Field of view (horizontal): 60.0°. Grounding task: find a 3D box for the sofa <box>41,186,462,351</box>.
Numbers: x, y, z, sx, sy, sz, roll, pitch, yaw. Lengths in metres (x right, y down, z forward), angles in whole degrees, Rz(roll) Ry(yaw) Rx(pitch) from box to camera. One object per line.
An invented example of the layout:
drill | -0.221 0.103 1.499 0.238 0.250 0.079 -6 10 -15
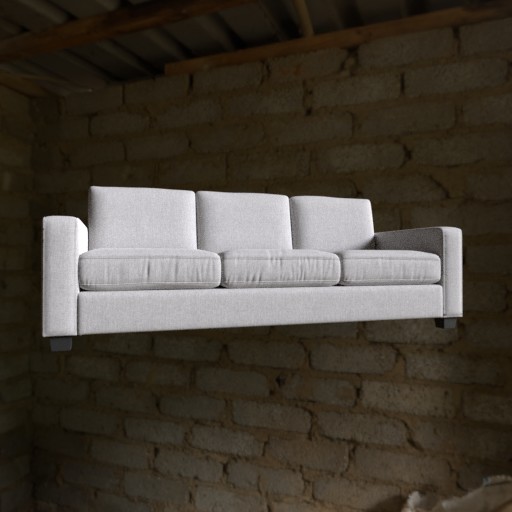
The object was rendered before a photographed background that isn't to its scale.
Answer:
sofa | 0.000 0.000 2.534 2.120 0.800 0.900 0 -1 -18
